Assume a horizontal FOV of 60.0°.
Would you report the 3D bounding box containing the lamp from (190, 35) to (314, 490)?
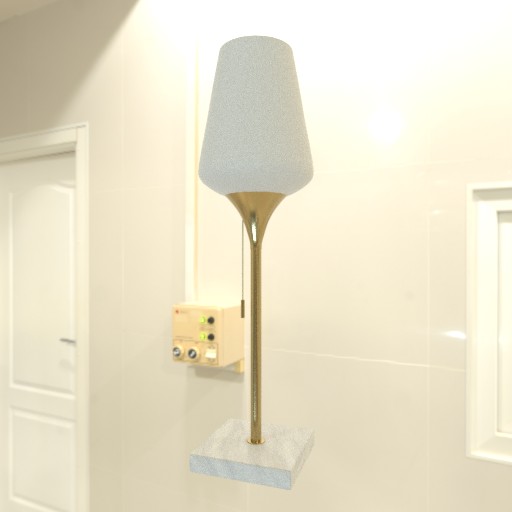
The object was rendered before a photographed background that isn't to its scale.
[{"bbox_3d":[0.000,0.000,0.699,0.181,0.639,0.181,0,0,20],"label":"lamp"}]
